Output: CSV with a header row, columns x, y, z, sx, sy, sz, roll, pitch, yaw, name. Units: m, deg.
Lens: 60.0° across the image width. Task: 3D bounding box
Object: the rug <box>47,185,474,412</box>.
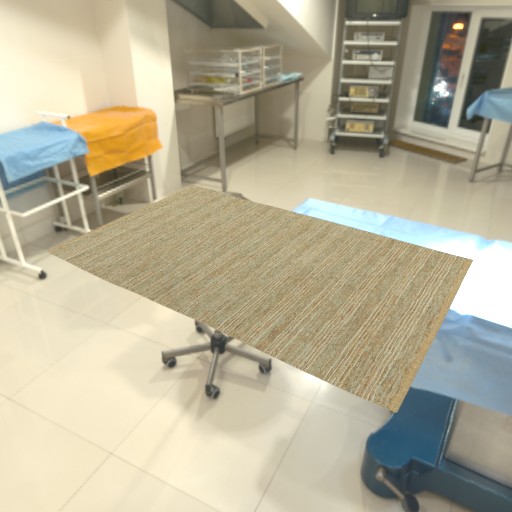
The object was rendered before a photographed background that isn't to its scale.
x,y,z,sx,sy,sz,roll,pitch,yaw,name
0.000,0.000,2.983,2.448,0.012,1.540,19,35,29,rug
